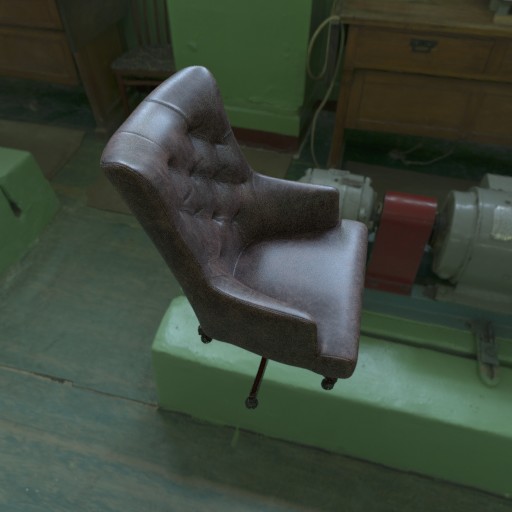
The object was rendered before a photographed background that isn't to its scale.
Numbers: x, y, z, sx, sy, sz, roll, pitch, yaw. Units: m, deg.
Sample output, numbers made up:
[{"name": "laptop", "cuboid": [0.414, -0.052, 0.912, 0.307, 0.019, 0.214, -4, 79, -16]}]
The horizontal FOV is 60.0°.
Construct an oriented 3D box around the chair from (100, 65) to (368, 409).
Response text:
[{"name": "chair", "cuboid": [0.000, 0.000, 1.525, 0.762, 1.035, 0.641, 10, 47, 9]}]
